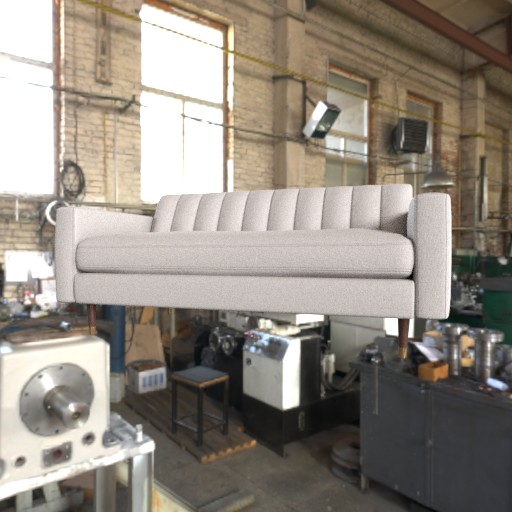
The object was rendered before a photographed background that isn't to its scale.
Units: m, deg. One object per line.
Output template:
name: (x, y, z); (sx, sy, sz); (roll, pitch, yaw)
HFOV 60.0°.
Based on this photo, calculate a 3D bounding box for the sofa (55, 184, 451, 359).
sofa: (0.000, 0.000, 2.411); (1.895, 0.814, 0.969); (0, 1, 19)
